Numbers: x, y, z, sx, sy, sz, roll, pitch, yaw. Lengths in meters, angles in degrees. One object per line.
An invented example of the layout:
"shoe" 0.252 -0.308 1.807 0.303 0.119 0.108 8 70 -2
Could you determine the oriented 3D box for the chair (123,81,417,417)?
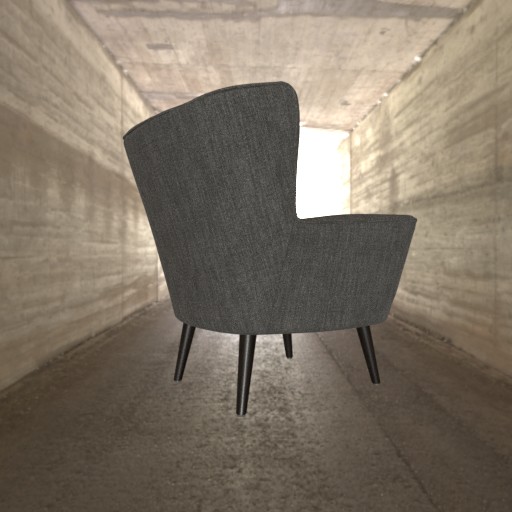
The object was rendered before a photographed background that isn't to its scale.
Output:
"chair" 0.000 0.000 1.588 0.888 0.933 0.781 0 1 -36
